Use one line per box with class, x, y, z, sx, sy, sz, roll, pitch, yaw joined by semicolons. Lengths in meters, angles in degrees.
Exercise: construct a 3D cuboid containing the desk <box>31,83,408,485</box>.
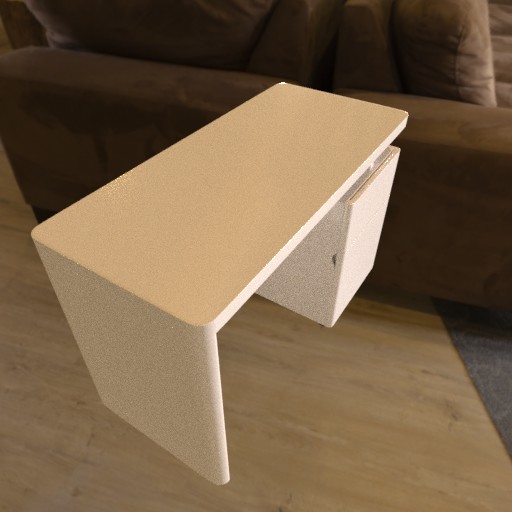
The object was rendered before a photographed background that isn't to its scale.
desk;0.000;0.000;1.580;0.550;0.760;1.200;23;46;24
